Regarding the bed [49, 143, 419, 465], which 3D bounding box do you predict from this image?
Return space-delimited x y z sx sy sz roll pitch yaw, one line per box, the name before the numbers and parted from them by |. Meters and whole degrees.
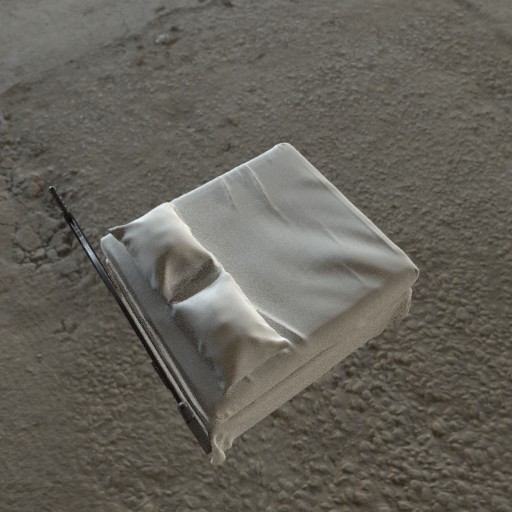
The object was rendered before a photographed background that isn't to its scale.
bed | 0.000 0.000 3.267 2.040 1.356 1.873 -31 64 -17
